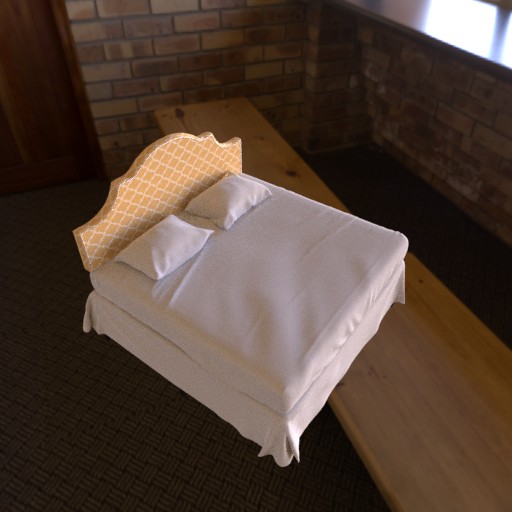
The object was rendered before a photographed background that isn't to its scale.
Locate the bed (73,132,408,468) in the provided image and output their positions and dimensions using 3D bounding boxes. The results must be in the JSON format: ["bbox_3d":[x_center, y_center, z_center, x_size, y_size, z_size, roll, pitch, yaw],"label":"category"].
[{"bbox_3d":[0.000,0.000,3.771,2.222,1.601,2.314,26,47,27],"label":"bed"}]
